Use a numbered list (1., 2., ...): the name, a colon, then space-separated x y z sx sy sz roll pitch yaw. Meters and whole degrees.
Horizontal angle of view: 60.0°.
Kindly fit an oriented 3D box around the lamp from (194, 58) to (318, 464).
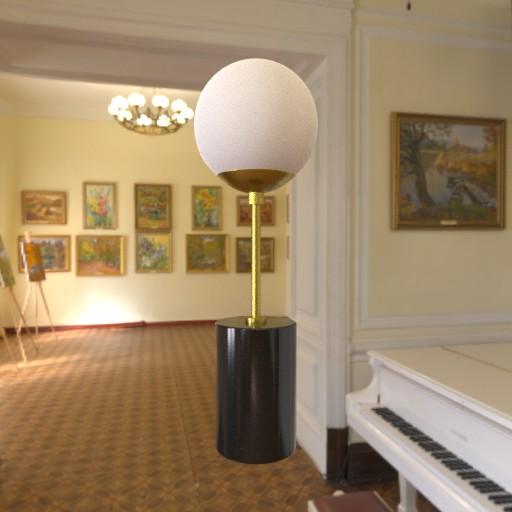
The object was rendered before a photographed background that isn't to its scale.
1. lamp: 0.000 0.000 0.558 0.153 0.480 0.153 0 1 0
